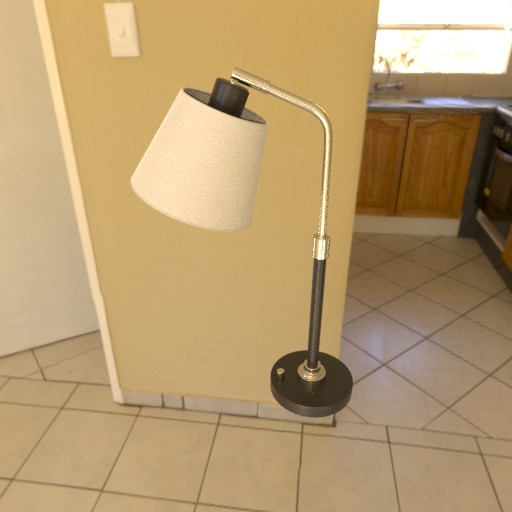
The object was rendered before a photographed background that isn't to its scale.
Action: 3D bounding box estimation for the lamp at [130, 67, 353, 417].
[{"bbox_3d":[0.000,0.000,0.685,0.348,0.539,0.181,-1,27,-2],"label":"lamp"}]
